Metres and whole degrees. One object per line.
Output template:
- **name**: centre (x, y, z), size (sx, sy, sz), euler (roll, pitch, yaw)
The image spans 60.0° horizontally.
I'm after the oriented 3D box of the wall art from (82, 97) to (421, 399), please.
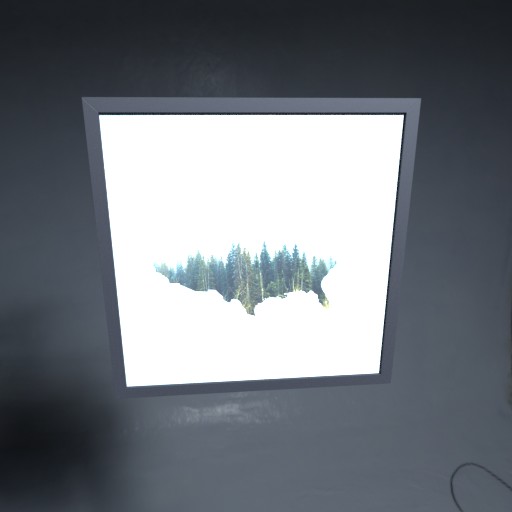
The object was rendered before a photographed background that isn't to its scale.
- **wall art**: centre (0.000, 0.000, 0.758), size (0.509, 0.509, 0.040), euler (-2, 18, -5)
